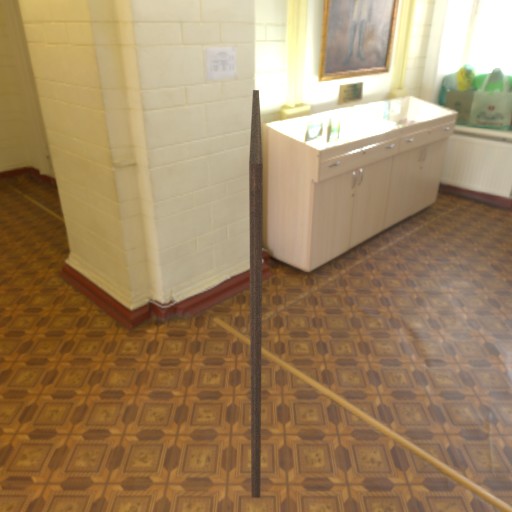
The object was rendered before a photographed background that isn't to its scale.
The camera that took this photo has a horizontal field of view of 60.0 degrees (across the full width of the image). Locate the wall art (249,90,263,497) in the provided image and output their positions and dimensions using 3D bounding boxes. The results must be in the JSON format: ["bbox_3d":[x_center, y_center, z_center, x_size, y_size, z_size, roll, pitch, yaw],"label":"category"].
[{"bbox_3d":[0.000,0.000,1.407,0.023,0.875,1.033,0,27,0],"label":"wall art"}]
